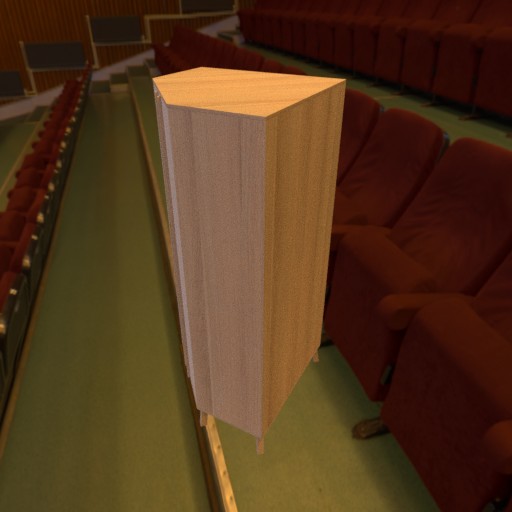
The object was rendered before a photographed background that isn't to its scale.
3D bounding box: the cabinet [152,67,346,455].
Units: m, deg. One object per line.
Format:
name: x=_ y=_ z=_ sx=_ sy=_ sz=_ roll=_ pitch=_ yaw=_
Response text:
cabinet: x=0.000 y=0.000 z=2.669 sx=0.969 sy=1.957 sz=1.272 roll=-9 pitch=32 yaw=-14
